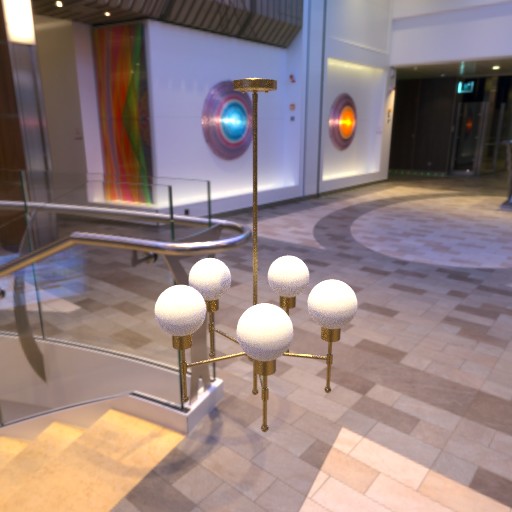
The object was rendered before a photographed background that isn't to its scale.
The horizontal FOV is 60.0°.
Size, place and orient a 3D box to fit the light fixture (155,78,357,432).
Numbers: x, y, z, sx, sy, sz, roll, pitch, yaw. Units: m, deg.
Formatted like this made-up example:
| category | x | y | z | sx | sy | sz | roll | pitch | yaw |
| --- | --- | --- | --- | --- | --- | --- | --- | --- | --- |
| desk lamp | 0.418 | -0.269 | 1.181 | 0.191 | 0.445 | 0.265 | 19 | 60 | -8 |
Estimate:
| category | x | y | z | sx | sy | sz | roll | pitch | yaw |
| --- | --- | --- | --- | --- | --- | --- | --- | --- | --- |
| light fixture | 0.000 | 0.000 | 1.795 | 0.815 | 1.331 | 0.785 | -2 | 17 | -6 |
